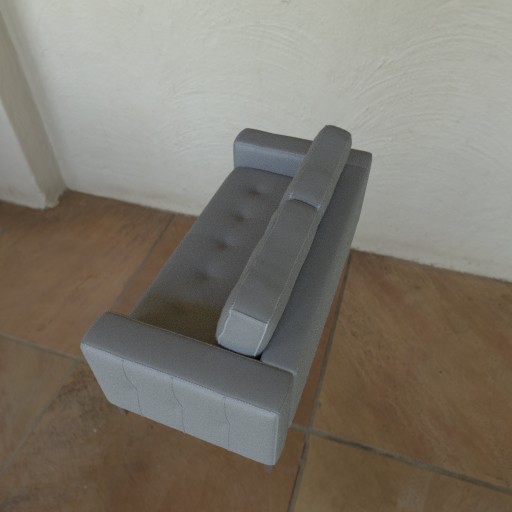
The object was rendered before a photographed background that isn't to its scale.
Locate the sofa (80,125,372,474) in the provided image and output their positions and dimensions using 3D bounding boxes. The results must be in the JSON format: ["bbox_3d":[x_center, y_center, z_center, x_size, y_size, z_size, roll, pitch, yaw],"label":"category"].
[{"bbox_3d":[0.000,0.000,2.258,0.833,0.893,1.726,15,48,14],"label":"sofa"}]
